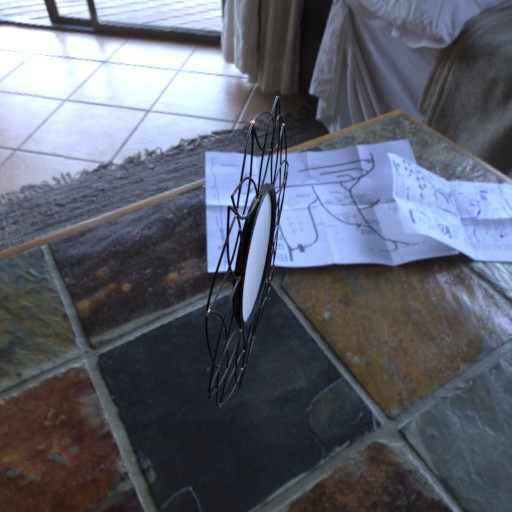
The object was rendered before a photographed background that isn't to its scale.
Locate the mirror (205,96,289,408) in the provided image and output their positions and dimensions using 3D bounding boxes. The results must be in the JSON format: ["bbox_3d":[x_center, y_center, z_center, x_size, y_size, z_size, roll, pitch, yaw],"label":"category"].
[{"bbox_3d":[0.000,0.000,1.154,0.028,0.775,0.797,11,48,10],"label":"mirror"}]
